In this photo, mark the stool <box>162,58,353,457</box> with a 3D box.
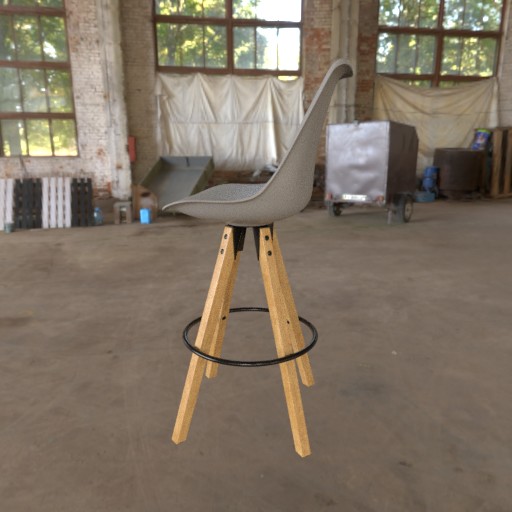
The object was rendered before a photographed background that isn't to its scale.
[{"bbox_3d":[0.000,0.000,1.413,0.550,1.115,0.485,2,14,9],"label":"stool"}]
